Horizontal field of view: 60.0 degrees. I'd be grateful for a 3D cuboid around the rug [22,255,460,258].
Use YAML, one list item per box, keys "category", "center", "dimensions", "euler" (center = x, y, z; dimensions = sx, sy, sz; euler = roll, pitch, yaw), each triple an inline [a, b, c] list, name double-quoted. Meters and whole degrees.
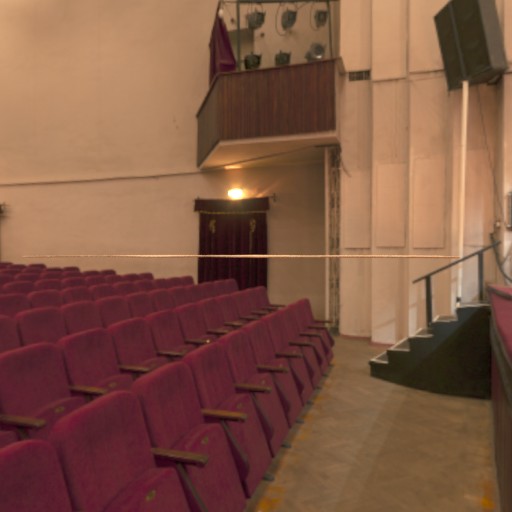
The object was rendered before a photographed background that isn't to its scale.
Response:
- category: "rug"
  center: [0.000, 0.000, 2.741]
  dimensions: [2.135, 0.013, 1.524]
  euler: [0, 0, 17]
